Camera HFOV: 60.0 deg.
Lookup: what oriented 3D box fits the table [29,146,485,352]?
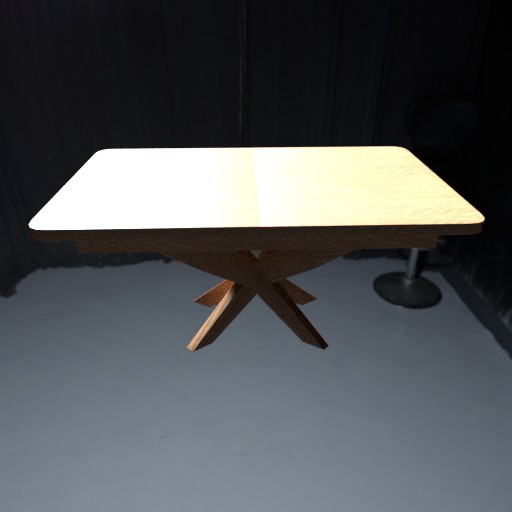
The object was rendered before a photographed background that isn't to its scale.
[{"bbox_3d":[0.000,0.000,2.110,1.600,0.770,0.950,-1,30,-2],"label":"table"}]
